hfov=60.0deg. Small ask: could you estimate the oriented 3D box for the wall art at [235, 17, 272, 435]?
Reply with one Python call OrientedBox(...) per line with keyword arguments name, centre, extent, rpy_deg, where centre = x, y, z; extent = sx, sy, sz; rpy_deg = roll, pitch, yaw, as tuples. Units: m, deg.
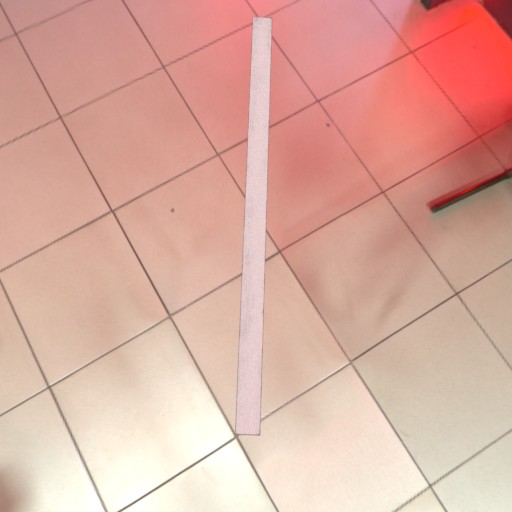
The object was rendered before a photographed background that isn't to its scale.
OrientedBox(name="wall art", centre=(0.000, 0.000, 1.135), extent=(0.038, 0.762, 0.762), rpy_deg=(2, 75, 0))
